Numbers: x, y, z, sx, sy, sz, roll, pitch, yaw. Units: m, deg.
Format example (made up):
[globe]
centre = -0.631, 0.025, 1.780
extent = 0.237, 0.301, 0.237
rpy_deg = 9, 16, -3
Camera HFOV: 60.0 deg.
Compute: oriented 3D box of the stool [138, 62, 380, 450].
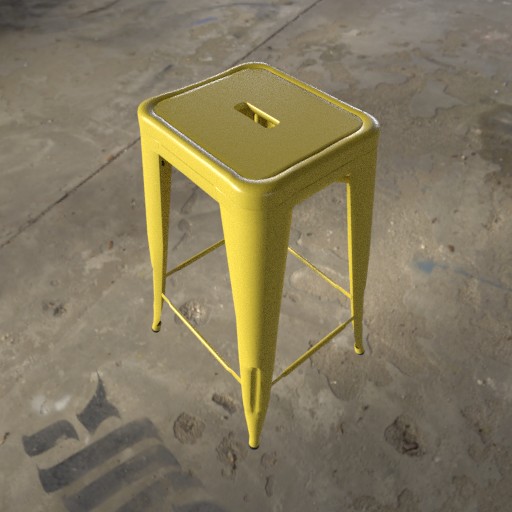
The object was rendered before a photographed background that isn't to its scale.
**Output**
[stool]
centre = 0.000, 0.000, 0.864
extent = 0.359, 0.609, 0.399
rpy_deg = -33, 55, -27
